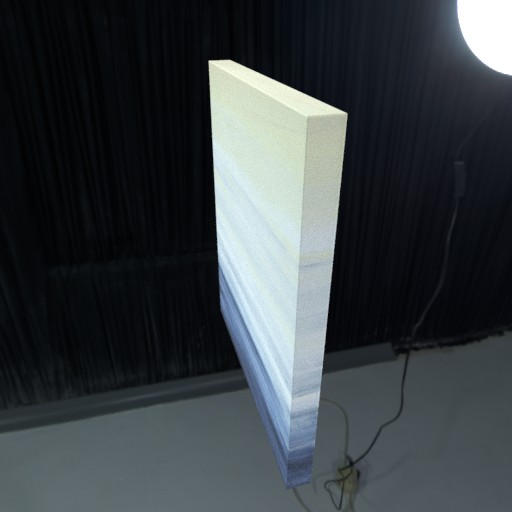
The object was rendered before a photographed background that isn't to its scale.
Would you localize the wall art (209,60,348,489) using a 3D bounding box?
[{"bbox_3d":[0.000,0.000,0.682,0.037,0.511,0.435,-8,31,-14],"label":"wall art"}]
